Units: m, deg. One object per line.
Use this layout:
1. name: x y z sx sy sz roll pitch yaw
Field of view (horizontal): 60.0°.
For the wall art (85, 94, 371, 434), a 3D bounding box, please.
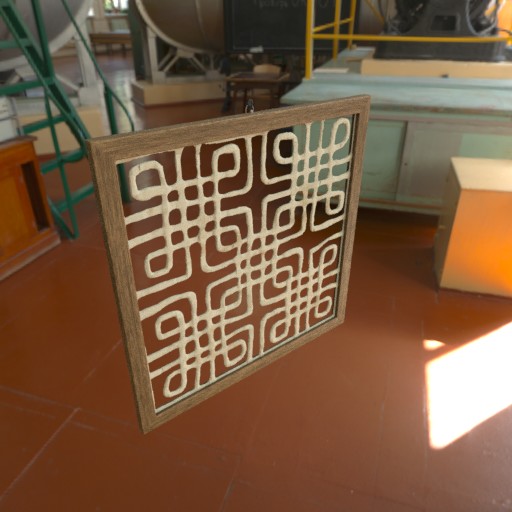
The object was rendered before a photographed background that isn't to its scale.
1. wall art: 0.000 0.000 0.860 0.561 0.582 0.021 -21 36 -32
